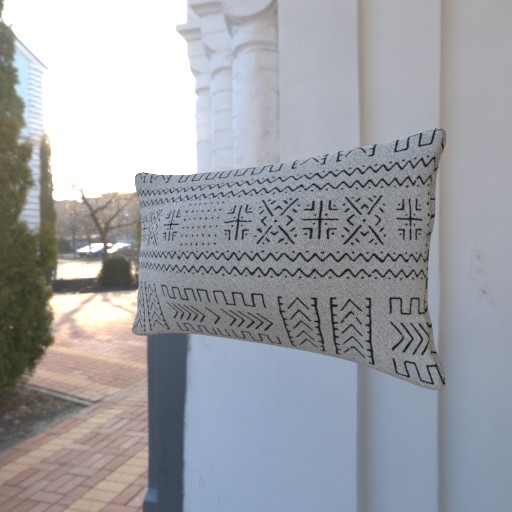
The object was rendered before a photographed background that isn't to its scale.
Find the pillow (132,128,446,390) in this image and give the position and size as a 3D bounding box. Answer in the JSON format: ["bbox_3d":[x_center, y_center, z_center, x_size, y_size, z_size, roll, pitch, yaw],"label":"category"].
[{"bbox_3d":[0.000,0.000,0.780,0.637,0.352,0.188,1,1,36],"label":"pillow"}]
